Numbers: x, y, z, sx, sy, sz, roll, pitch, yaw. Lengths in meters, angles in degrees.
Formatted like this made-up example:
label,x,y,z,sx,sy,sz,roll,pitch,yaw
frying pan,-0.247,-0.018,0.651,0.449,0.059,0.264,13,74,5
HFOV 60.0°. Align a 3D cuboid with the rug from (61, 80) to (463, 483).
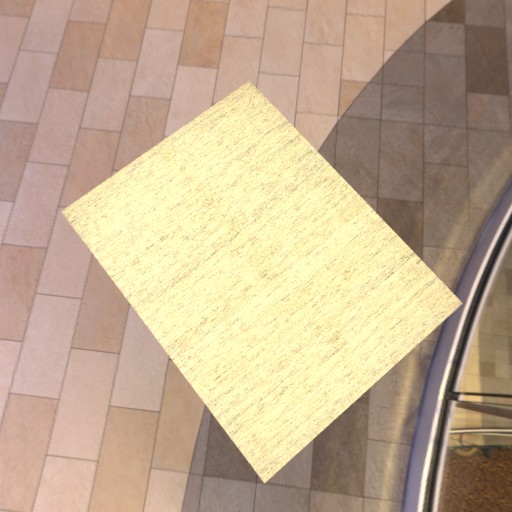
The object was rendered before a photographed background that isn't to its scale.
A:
label,x,y,z,sx,sy,sz,roll,pitch,yaw
rug,0.000,0.000,4.319,2.437,0.014,3.201,-38,77,-10
